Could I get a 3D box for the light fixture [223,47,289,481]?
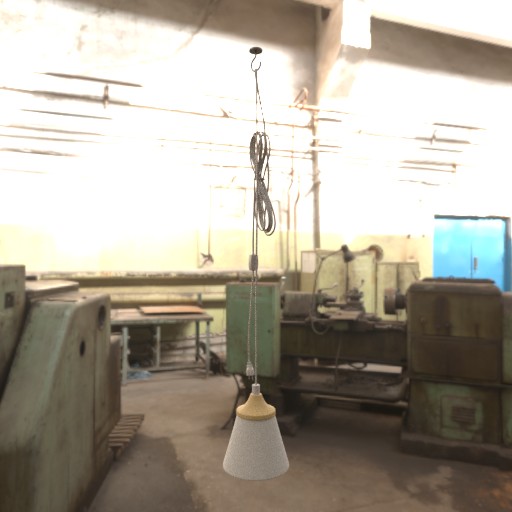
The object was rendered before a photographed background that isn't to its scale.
[{"bbox_3d":[0.000,0.000,1.033,0.153,0.966,0.153,0,-1,-17],"label":"light fixture"}]
